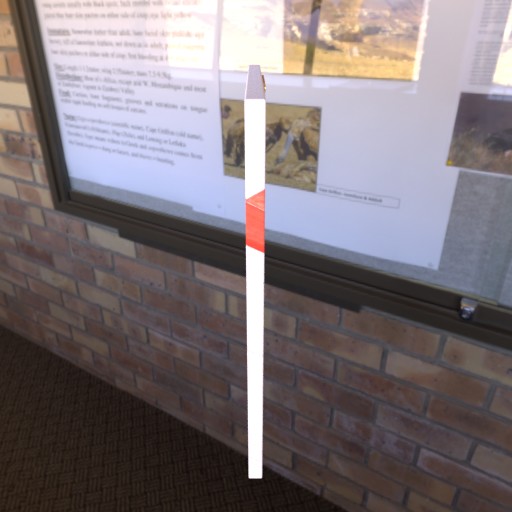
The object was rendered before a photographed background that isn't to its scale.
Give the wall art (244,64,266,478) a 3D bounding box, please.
[{"bbox_3d":[0.000,0.000,1.346,0.045,1.014,0.759,0,28,0],"label":"wall art"}]
